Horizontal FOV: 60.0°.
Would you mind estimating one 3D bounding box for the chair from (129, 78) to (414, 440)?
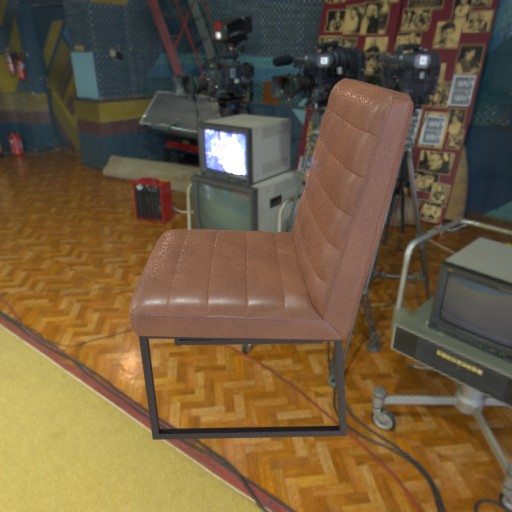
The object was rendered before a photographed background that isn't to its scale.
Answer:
[{"bbox_3d":[0.000,0.000,1.277,0.634,0.930,0.520,-1,25,-1],"label":"chair"}]
